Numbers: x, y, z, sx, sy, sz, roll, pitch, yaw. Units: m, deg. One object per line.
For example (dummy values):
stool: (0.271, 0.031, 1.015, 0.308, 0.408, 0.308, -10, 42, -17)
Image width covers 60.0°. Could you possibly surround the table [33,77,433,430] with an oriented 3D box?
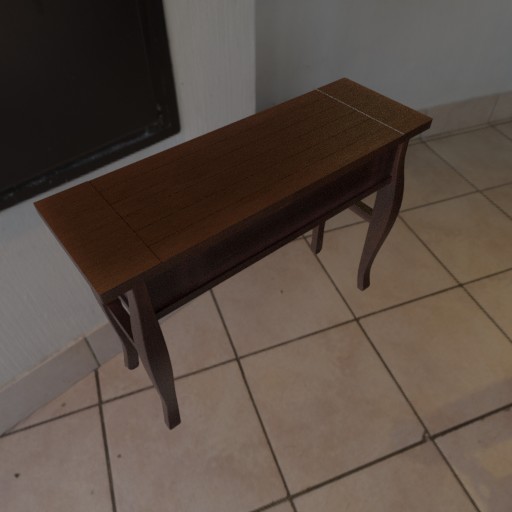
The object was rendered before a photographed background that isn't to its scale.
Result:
table: (0.000, 0.000, 1.455, 1.062, 0.768, 0.373, -30, 53, -26)
